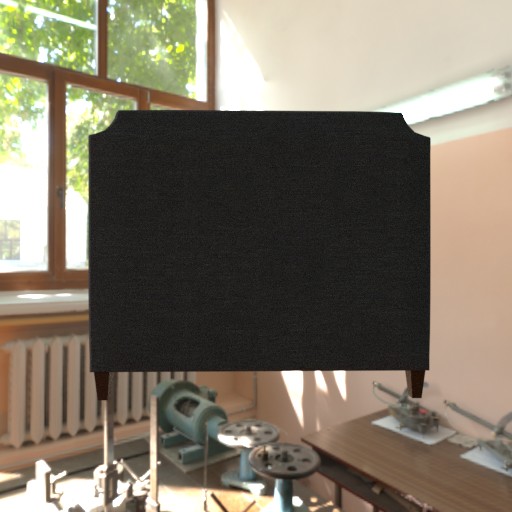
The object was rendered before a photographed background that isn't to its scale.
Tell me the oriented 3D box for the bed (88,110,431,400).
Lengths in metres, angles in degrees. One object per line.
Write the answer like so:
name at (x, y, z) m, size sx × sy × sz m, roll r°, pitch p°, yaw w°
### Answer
bed at (0.000, 0.000, 3.346) m, size 1.713 × 1.443 × 2.372 m, roll 0°, pitch 0°, yaw -1°
